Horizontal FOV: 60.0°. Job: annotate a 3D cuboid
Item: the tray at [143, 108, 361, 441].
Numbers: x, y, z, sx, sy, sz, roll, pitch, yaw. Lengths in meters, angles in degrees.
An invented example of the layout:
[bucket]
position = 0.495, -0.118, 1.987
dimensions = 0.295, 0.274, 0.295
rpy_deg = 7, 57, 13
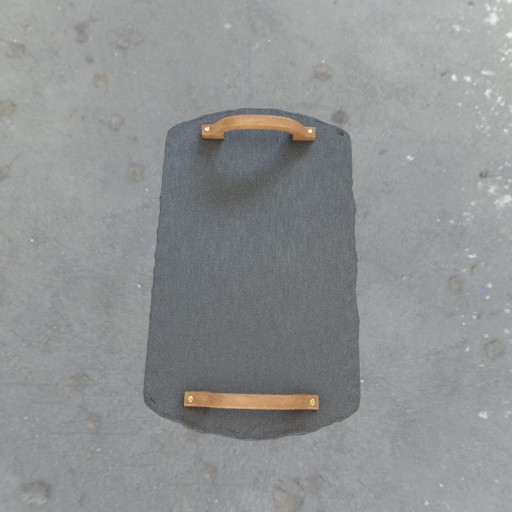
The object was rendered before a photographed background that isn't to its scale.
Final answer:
[tray]
position = 0.000, 0.000, 0.497
dimensions = 0.231, 0.062, 0.387
rpy_deg = 1, 74, 0
